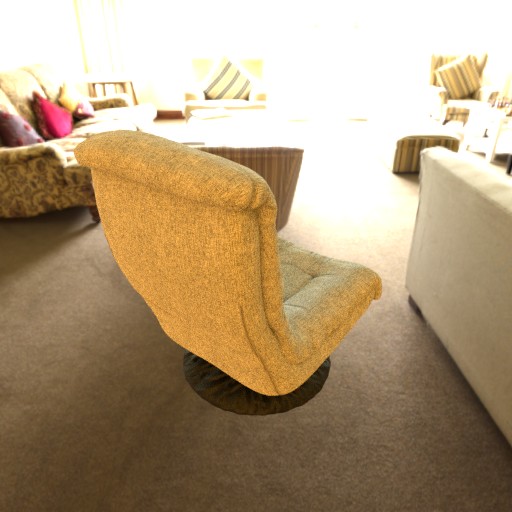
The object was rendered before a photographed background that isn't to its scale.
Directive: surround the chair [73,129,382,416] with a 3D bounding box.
[{"bbox_3d":[0.000,0.000,0.985,0.400,0.600,0.583,22,36,34],"label":"chair"}]
